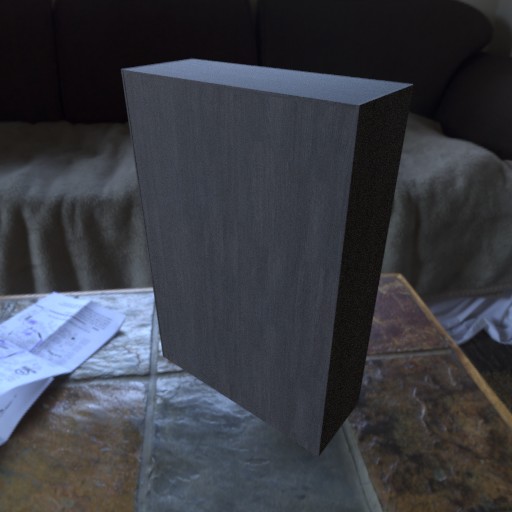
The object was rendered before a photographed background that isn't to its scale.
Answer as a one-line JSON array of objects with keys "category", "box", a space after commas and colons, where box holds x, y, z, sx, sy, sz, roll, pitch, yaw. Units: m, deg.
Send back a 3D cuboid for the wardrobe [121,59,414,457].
[{"category": "wardrobe", "box": [0.000, 0.000, 2.506, 1.290, 1.910, 0.510, 22, 37, 32]}]
